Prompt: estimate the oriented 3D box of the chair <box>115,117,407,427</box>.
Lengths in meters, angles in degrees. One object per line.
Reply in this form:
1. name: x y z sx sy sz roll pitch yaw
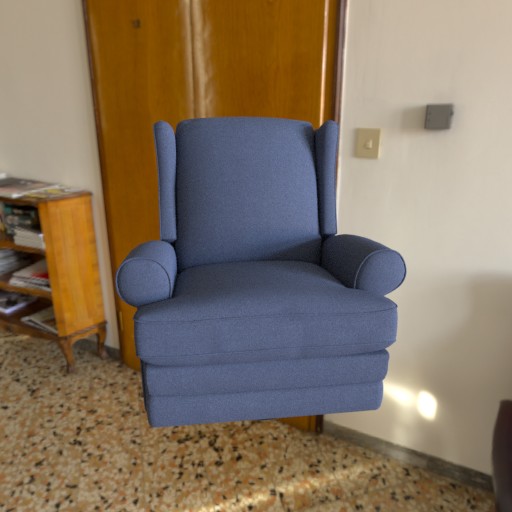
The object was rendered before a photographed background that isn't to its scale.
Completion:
1. chair: 0.000 0.000 1.718 0.971 1.020 0.877 -2 18 -7
